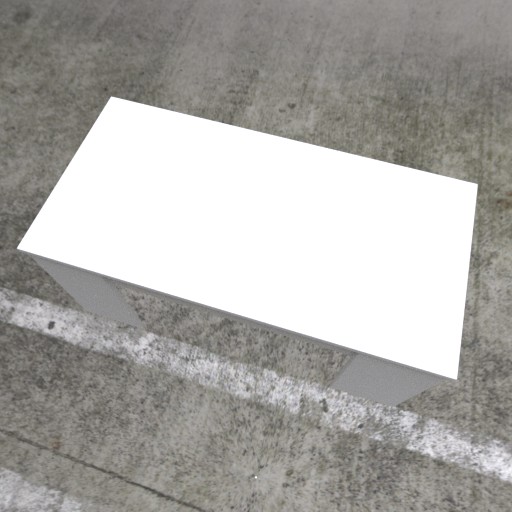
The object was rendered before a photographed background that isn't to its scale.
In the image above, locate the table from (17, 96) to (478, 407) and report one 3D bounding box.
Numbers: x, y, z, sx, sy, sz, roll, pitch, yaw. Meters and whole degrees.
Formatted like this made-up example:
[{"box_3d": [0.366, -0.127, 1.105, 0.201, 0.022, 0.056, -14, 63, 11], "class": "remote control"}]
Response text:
[{"box_3d": [0.000, 0.000, 1.258, 1.000, 0.440, 0.500, 16, 65, 8], "class": "table"}]
